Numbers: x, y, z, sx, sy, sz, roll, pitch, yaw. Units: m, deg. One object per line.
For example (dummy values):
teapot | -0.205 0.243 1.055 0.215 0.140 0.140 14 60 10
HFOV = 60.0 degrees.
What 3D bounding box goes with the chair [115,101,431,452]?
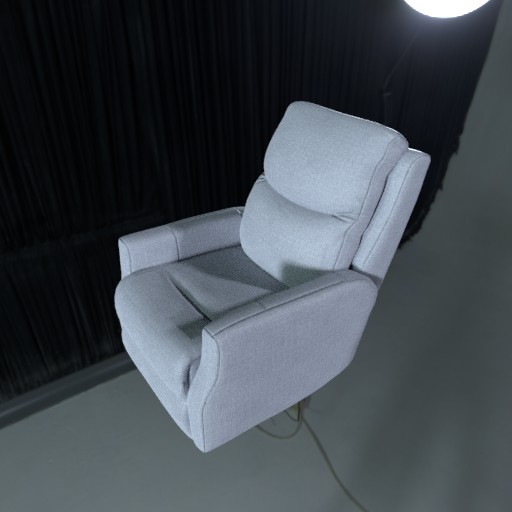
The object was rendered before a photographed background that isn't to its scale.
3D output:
chair | 0.000 0.000 1.799 1.080 1.030 0.829 -22 39 -30
